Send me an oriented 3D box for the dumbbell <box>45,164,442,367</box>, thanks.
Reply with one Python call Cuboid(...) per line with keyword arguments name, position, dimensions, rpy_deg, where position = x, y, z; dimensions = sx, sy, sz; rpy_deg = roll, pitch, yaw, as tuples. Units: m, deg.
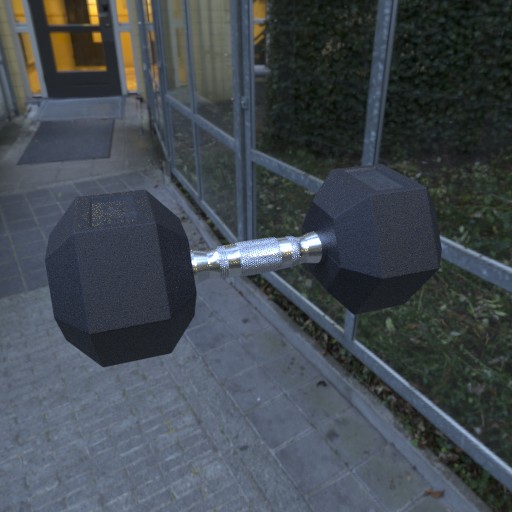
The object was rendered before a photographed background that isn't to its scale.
Cuboid(name="dumbbell", position=(0.000, 0.000, 0.403), dimensions=(0.337, 0.123, 0.142), rpy_deg=(-9, 30, -16))
